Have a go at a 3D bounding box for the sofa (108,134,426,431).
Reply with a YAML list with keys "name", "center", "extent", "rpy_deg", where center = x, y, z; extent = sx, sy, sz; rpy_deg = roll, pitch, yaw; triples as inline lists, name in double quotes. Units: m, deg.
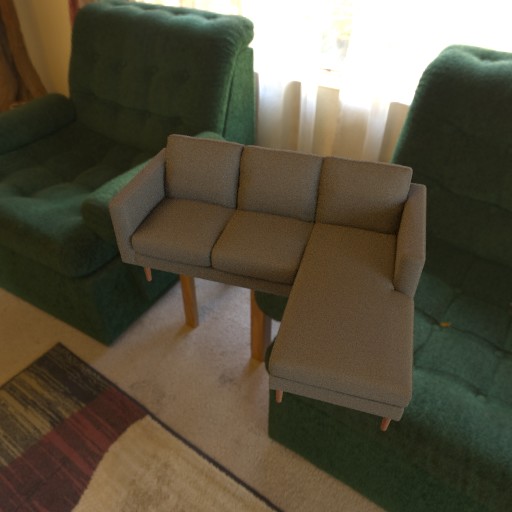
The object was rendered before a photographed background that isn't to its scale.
- name: "sofa"
  center: [0.000, 0.000, 2.905]
  extent: [2.031, 0.897, 1.591]
  rpy_deg: [11, 41, 13]
